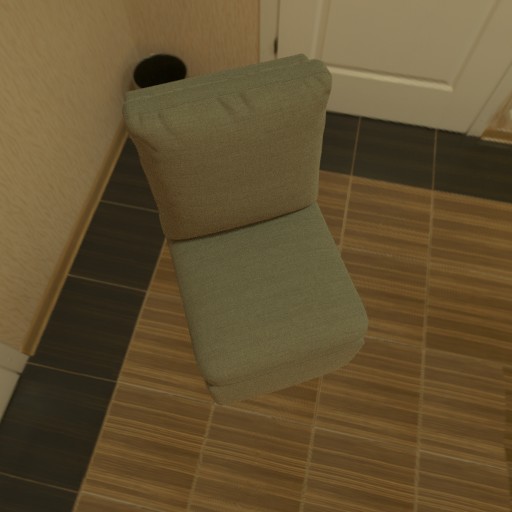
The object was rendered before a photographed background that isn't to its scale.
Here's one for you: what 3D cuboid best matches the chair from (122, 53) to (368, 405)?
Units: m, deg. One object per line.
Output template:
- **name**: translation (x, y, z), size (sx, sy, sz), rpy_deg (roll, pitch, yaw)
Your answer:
- **chair**: translation (0.000, 0.000, 1.328), size (0.503, 0.927, 0.698), rpy_deg (-15, 66, -7)
